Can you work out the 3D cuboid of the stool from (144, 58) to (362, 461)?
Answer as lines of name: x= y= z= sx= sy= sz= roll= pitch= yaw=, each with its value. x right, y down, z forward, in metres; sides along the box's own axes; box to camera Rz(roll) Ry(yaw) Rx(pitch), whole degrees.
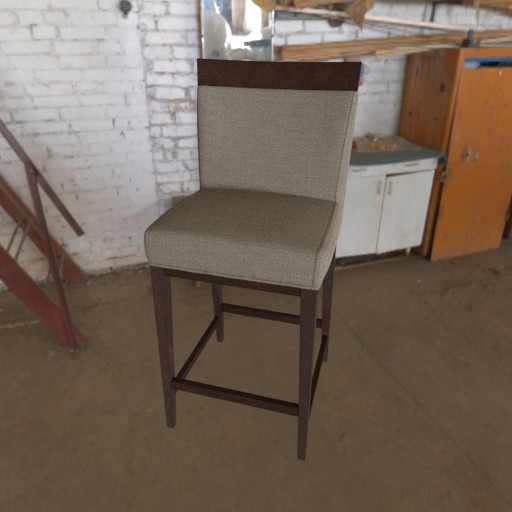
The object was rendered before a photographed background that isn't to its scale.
stool: x=0.000 y=0.000 z=1.408 sx=0.511 sy=1.117 sz=0.531 roll=8 pitch=28 yaw=14
